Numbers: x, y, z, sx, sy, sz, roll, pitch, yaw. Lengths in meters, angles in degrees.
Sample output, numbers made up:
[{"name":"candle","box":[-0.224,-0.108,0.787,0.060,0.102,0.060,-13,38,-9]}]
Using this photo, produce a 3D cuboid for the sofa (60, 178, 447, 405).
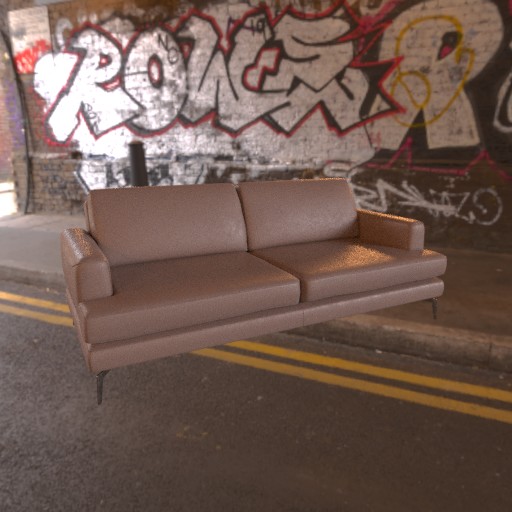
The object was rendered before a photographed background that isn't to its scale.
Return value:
[{"name":"sofa","box":[0.000,0.000,2.454,1.940,0.765,0.974,-7,16,-27]}]
